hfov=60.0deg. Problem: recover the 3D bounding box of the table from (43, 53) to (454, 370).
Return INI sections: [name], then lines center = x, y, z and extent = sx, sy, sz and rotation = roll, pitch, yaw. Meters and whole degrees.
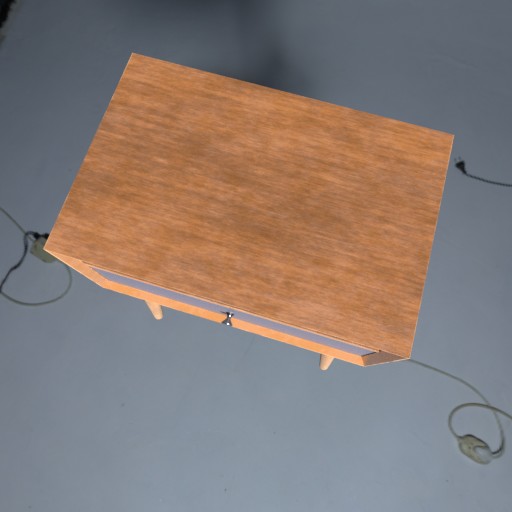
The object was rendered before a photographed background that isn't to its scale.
[table]
center = 0.000, 0.000, 0.841
extent = 0.454, 0.580, 0.307
rotation = 16, 74, 5
